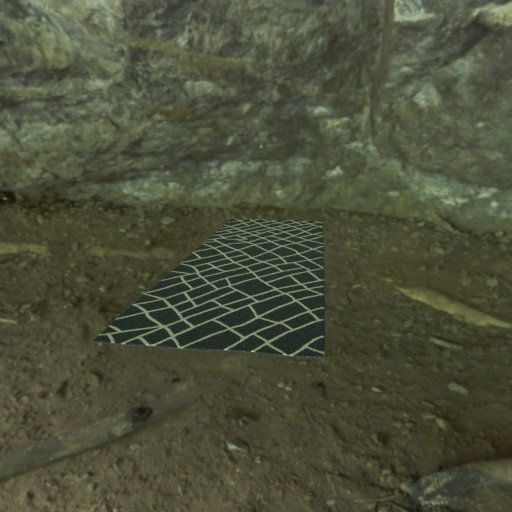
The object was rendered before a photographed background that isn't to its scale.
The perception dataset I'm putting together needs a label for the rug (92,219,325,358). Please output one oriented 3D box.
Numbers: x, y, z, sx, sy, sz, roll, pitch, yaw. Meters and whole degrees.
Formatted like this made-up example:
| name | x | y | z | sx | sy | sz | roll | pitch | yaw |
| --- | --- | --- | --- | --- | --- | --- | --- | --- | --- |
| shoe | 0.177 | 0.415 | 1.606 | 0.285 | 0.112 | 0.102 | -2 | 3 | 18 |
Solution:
| name | x | y | z | sx | sy | sz | roll | pitch | yaw |
| --- | --- | --- | --- | --- | --- | --- | --- | --- | --- |
| rug | 0.000 | 0.000 | 2.645 | 0.807 | 0.010 | 2.476 | 2 | 15 | 8 |
